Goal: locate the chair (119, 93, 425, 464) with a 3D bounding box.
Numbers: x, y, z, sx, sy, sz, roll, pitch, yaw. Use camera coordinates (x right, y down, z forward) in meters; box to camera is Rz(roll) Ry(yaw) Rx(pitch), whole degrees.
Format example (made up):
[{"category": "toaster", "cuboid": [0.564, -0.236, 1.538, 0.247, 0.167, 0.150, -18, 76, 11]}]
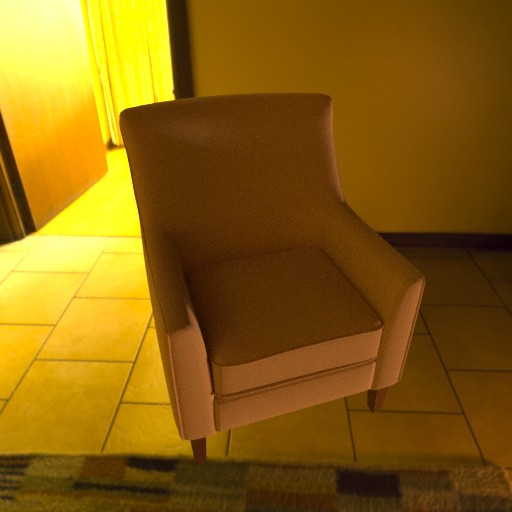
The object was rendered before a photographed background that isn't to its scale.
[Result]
[{"category": "chair", "cuboid": [0.000, 0.000, 1.535, 0.756, 0.916, 0.879, -10, 34, -15]}]
